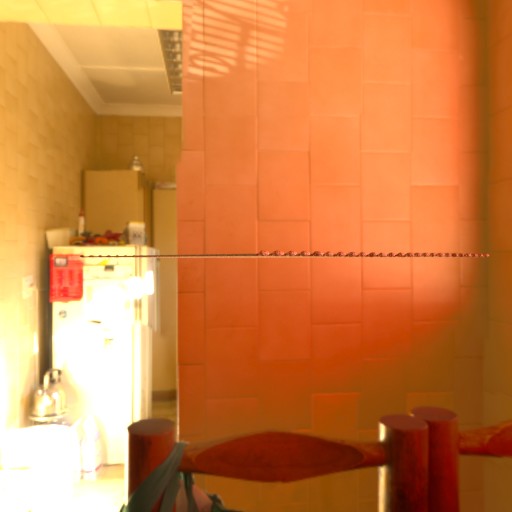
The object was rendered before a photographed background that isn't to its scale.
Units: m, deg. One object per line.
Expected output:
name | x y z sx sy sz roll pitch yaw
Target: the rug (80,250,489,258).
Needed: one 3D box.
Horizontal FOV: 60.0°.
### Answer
rug | 0.000 0.000 4.374 2.451 0.035 3.369 0 0 -37
